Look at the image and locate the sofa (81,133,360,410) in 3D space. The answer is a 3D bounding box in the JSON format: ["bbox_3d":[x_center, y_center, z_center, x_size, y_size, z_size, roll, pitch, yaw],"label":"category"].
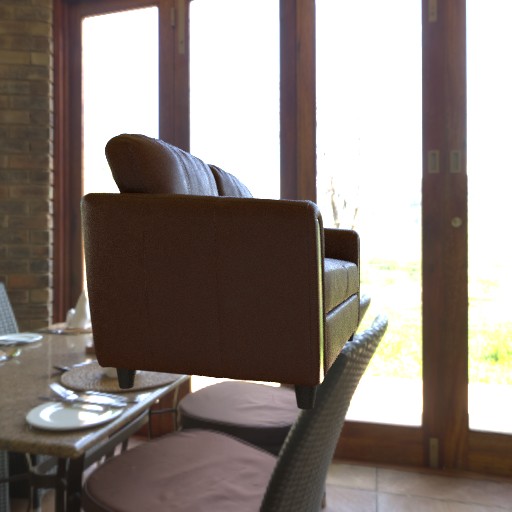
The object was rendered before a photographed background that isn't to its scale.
[{"bbox_3d":[0.000,0.000,1.963,0.805,0.906,1.406,0,-1,18],"label":"sofa"}]
